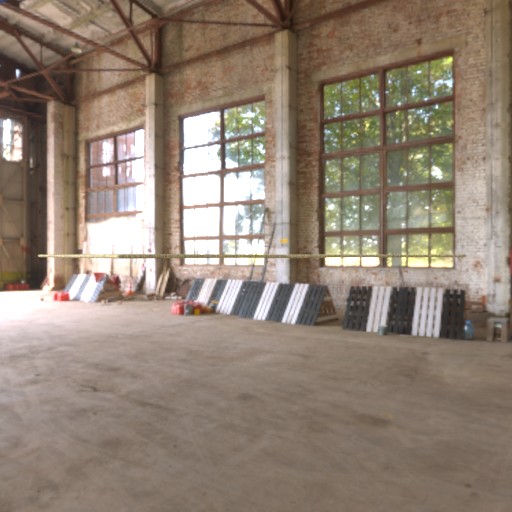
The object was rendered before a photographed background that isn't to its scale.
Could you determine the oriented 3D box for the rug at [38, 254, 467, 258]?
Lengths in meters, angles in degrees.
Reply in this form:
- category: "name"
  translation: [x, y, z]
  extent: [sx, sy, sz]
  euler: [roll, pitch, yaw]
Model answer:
- category: "rug"
  translation: [0.000, 0.000, 2.290]
  extent: [1.846, 0.014, 1.243]
  euler: [0, 0, -36]
